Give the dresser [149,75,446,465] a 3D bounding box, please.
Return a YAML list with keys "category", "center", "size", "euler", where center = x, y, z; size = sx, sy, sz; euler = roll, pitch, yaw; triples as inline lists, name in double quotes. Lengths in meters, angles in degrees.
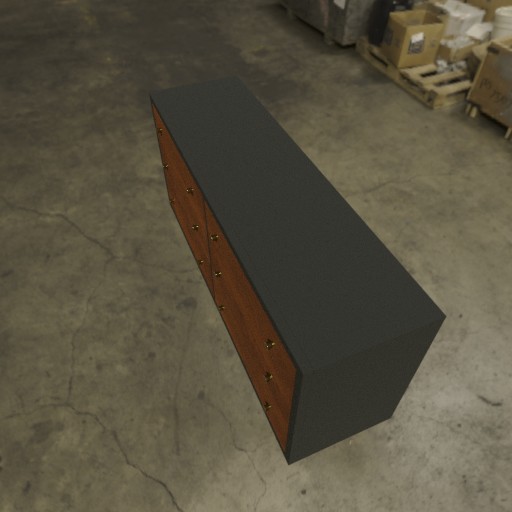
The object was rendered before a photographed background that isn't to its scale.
- category: "dresser"
  center: [0.000, 0.000, 1.952]
  size: [0.463, 0.872, 1.558]
  euler: [-18, 50, -16]
